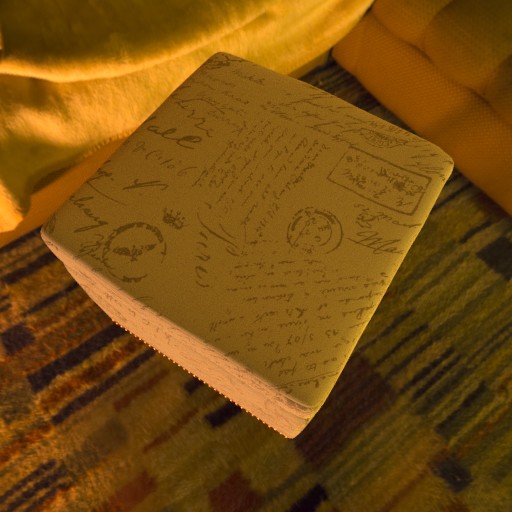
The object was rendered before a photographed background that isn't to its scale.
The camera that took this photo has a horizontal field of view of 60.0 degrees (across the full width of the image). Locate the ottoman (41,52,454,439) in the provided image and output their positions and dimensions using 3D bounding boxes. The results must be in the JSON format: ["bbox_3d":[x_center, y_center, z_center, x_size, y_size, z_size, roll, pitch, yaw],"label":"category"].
[{"bbox_3d":[0.000,0.000,0.813,0.449,0.457,0.450,30,67,14],"label":"ottoman"}]
